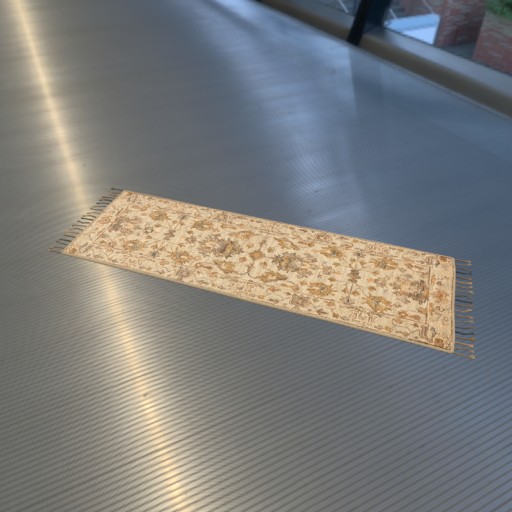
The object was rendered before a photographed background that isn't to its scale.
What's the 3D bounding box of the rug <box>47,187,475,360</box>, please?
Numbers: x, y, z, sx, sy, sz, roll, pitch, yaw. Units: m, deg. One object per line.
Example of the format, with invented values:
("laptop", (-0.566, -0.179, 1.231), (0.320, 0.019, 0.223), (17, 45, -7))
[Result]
("rug", (0.000, 0.000, 2.638), (2.438, 0.021, 0.729), (13, 43, 14))
